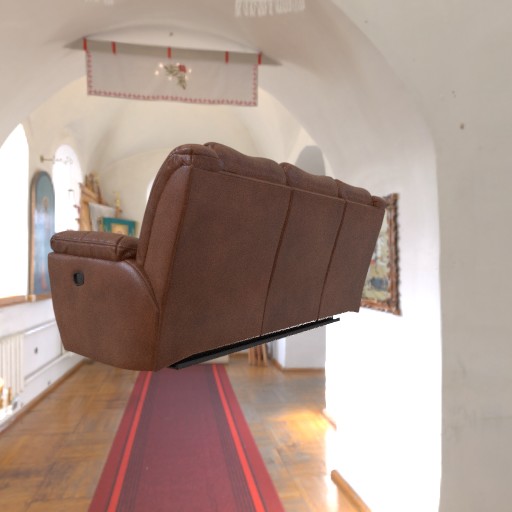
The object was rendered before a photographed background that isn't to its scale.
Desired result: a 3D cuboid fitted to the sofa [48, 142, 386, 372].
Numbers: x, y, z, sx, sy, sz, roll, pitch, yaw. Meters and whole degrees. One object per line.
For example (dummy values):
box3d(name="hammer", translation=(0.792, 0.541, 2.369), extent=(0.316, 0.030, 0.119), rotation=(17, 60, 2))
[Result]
box3d(name="sofa", translation=(0.000, 0.000, 2.877), extent=(0.991, 1.043, 2.337), rotation=(0, 1, 35))
